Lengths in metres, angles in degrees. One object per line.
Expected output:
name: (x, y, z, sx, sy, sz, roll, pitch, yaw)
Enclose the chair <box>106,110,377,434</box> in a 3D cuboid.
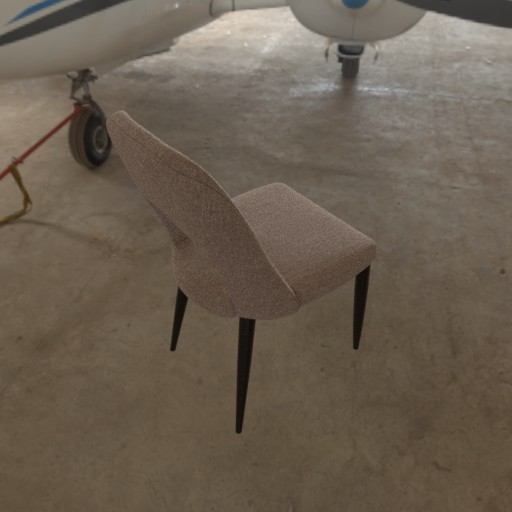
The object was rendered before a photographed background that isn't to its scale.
chair: (0.000, 0.000, 1.285, 0.612, 0.931, 0.470, -27, 48, -28)
